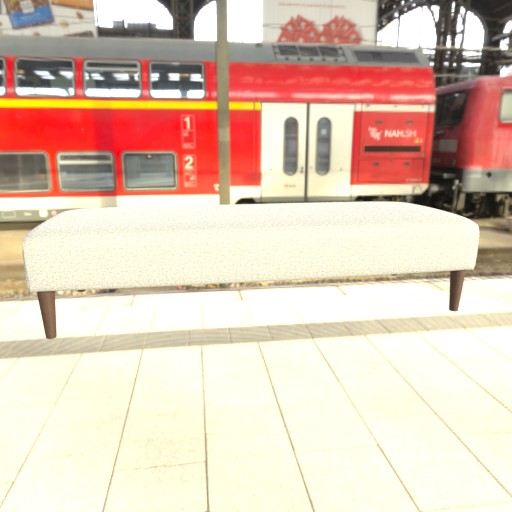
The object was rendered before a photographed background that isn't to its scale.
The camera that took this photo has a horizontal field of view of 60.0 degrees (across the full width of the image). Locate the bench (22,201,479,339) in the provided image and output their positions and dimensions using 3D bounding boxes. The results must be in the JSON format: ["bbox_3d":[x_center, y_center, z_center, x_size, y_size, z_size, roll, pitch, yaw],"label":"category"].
[{"bbox_3d":[0.000,0.000,1.828,1.598,0.383,0.631,-2,14,-10],"label":"bench"}]
